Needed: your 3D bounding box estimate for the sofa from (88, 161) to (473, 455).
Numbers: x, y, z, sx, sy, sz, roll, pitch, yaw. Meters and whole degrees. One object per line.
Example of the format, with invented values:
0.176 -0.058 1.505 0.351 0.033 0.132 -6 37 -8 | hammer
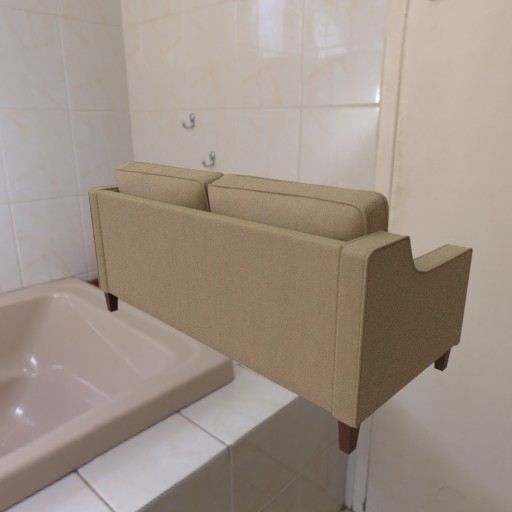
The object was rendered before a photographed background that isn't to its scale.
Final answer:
0.000 0.000 2.731 1.066 1.071 2.178 -16 23 -42 | sofa
